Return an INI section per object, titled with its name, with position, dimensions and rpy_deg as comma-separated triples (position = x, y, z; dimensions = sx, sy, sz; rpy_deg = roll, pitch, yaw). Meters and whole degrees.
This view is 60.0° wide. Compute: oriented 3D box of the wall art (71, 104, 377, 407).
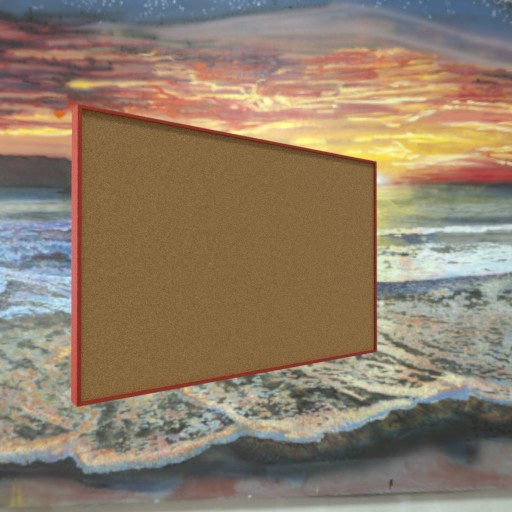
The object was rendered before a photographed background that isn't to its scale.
[wall art]
position = 0.000, 0.000, 0.779
dimensions = 0.607, 0.405, 0.033
rpy_deg = 0, -1, -35
